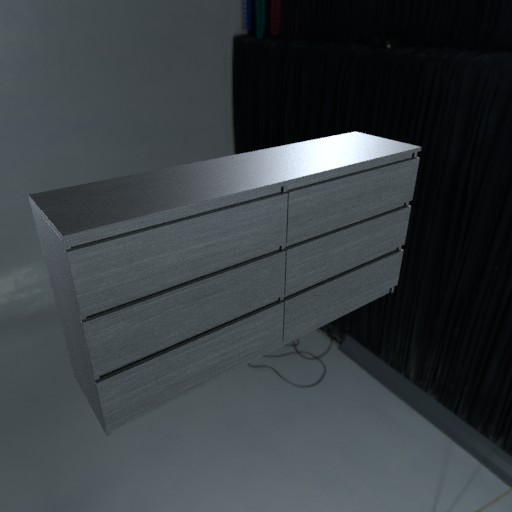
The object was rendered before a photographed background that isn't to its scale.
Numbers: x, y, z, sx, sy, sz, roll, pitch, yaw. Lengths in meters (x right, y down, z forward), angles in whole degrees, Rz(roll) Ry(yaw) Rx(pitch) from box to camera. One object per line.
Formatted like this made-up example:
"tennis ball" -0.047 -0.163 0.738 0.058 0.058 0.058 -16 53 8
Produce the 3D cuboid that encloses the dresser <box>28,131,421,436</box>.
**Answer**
"dresser" 0.000 0.000 1.936 1.590 0.795 0.400 -19 34 -32
